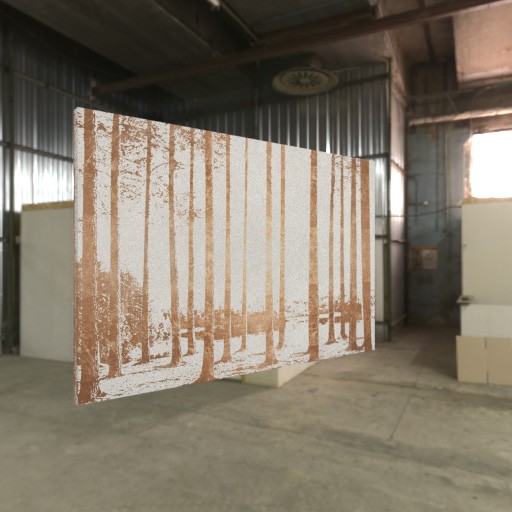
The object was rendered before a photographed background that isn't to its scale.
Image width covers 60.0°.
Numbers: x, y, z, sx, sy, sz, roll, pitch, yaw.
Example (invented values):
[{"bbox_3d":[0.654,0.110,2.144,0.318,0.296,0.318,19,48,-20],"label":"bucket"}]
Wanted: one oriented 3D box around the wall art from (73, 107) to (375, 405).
[{"bbox_3d":[0.000,0.000,1.180,0.914,0.609,0.035,0,0,-35],"label":"wall art"}]
